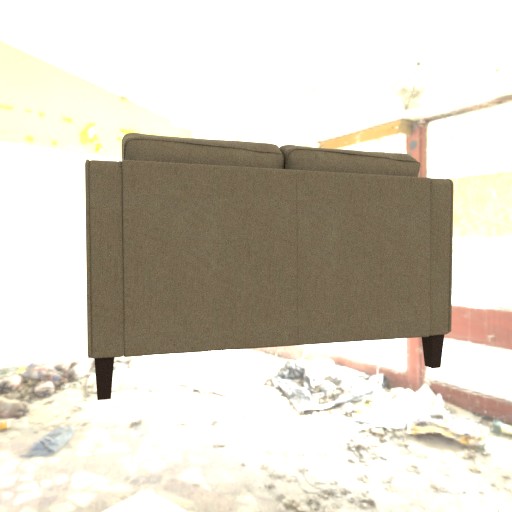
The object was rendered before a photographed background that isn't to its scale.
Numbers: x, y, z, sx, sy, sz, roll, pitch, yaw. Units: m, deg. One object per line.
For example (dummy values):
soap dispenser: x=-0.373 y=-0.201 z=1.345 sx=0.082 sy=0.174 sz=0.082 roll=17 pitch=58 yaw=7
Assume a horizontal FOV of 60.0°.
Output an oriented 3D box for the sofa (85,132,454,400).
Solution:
sofa: x=0.000 y=0.000 z=2.180 sx=1.503 sy=0.981 sz=0.985 roll=0 pitch=1 yaw=-17
